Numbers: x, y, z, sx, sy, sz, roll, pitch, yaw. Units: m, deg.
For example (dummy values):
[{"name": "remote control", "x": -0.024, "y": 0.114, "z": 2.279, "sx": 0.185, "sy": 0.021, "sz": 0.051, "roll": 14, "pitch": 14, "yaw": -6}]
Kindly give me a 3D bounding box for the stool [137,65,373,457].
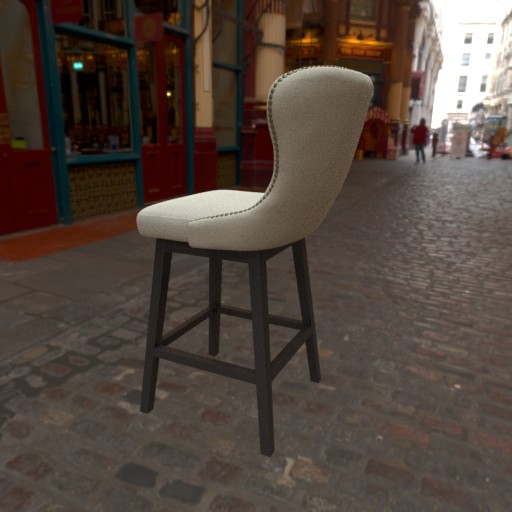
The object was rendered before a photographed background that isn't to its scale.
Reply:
[{"name": "stool", "x": 0.000, "y": 0.000, "z": 1.295, "sx": 0.593, "sy": 0.971, "sz": 0.528, "roll": 8, "pitch": 18, "yaw": 25}]
